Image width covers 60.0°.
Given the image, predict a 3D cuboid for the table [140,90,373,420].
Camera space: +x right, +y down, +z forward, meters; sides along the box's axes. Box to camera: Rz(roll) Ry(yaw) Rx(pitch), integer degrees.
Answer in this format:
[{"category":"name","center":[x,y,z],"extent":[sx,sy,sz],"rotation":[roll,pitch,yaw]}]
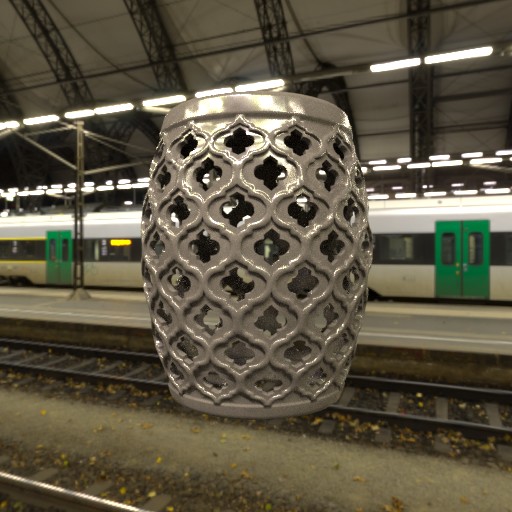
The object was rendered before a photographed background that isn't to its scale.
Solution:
[{"category":"table","center":[0.000,0.000,0.641],"extent":[0.325,0.388,0.325],"rotation":[0,1,0]}]
